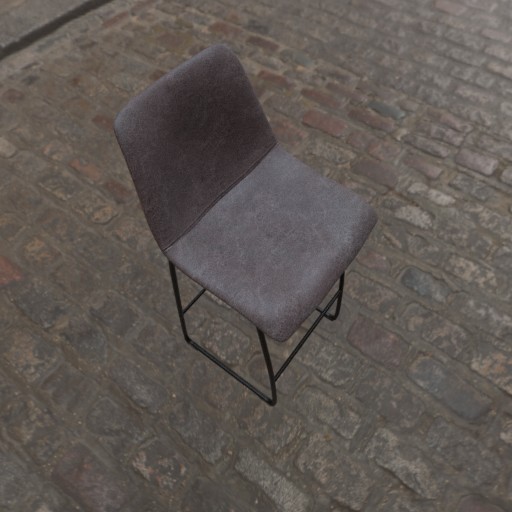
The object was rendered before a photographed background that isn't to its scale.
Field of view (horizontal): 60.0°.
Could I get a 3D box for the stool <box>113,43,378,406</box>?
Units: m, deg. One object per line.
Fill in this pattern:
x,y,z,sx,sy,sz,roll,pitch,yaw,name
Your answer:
0.000,0.000,1.407,0.561,1.082,0.514,32,62,19,stool
